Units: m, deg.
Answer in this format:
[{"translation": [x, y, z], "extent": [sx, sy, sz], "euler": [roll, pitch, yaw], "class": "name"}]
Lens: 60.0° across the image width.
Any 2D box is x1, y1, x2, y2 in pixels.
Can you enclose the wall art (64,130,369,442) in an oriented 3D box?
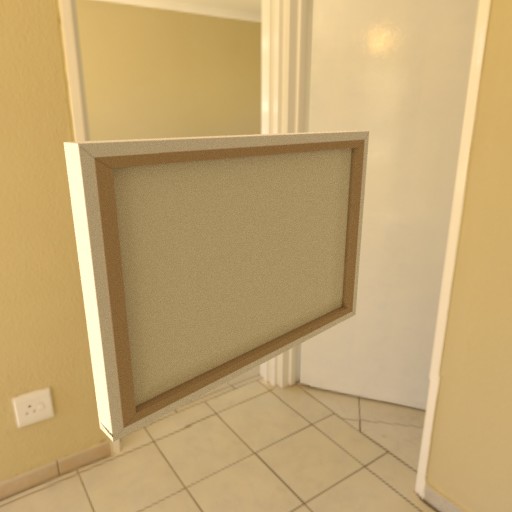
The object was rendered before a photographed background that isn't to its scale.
[{"translation": [0.000, 0.000, 0.786], "extent": [0.608, 0.414, 0.042], "euler": [-16, 24, -42], "class": "wall art"}]
